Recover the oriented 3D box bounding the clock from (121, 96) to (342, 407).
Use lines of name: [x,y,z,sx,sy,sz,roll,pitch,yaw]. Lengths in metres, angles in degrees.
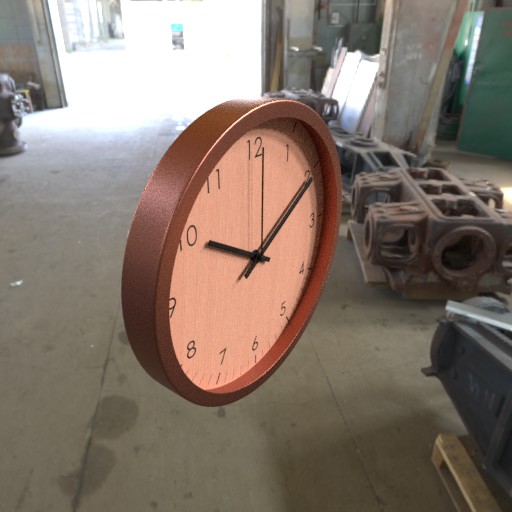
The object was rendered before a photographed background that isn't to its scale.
clock: [0.000,0.000,0.464,0.040,0.313,0.313,19,33,32]
